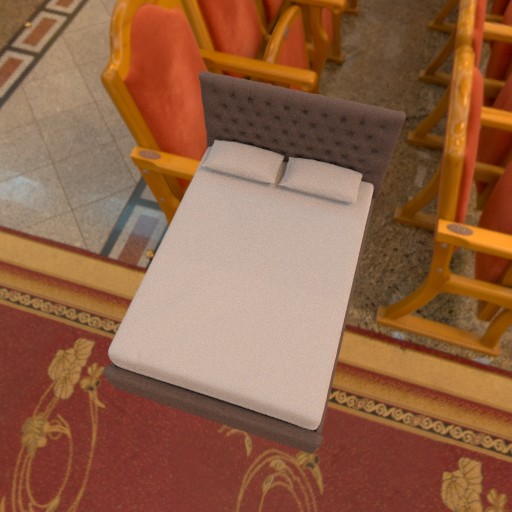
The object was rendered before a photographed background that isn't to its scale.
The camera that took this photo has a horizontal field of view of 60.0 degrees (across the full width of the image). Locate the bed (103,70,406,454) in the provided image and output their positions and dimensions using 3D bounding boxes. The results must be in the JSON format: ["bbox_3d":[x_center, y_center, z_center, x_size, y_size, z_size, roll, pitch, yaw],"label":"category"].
[{"bbox_3d":[0.000,0.000,3.540,1.698,1.427,2.387,15,60,9],"label":"bed"}]
